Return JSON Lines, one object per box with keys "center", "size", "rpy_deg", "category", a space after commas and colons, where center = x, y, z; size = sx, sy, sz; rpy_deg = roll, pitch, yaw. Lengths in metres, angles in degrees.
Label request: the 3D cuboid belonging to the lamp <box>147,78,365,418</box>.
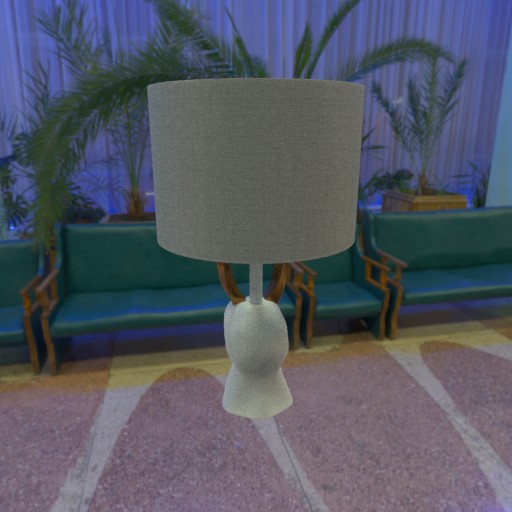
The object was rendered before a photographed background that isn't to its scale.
{"center": [0.000, 0.000, 0.694], "size": [0.298, 0.503, 0.298], "rpy_deg": [-3, 17, -10], "category": "lamp"}
